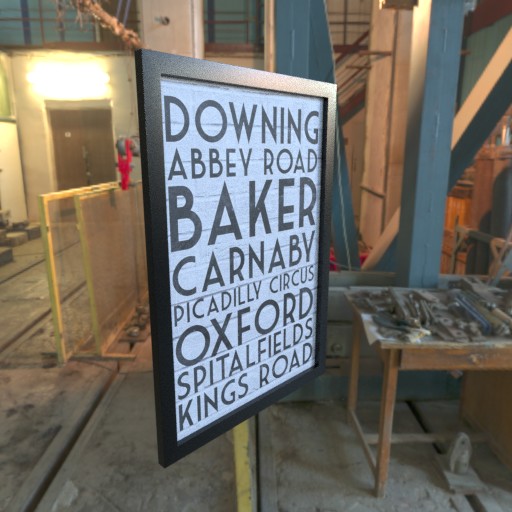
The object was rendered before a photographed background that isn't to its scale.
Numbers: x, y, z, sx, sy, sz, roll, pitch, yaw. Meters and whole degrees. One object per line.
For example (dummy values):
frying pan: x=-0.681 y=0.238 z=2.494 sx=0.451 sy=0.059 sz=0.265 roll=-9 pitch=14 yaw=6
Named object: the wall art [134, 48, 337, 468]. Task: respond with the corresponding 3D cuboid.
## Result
wall art: x=0.000 y=0.000 z=0.840 sx=0.019 sy=0.656 sz=0.462 roll=13 pitch=18 yaw=43
